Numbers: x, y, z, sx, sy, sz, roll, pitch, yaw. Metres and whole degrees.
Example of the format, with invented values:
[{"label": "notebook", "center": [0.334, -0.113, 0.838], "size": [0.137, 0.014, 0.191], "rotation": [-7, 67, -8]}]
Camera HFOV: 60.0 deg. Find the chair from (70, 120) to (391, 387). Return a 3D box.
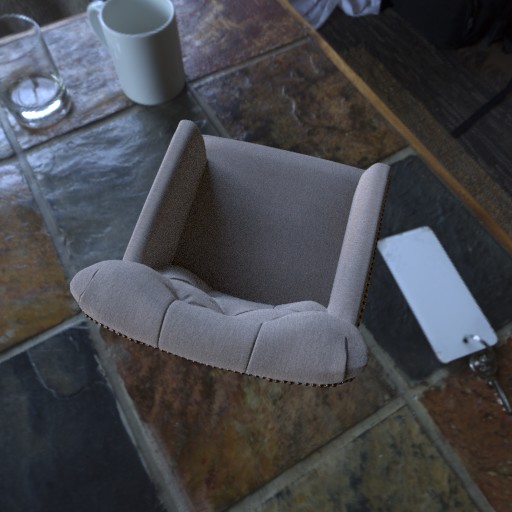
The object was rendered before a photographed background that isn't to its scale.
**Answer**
[{"label": "chair", "center": [0.000, 0.000, 1.498], "size": [0.737, 0.823, 0.902], "rotation": [14, 66, 6]}]
